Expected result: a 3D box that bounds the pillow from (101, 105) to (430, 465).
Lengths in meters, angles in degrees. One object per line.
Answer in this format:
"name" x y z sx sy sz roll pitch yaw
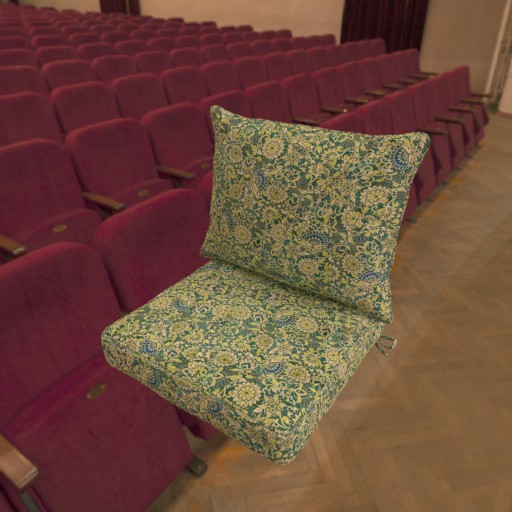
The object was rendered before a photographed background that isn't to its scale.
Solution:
"pillow" 0.000 0.000 1.342 0.798 0.722 0.740 19 34 30
